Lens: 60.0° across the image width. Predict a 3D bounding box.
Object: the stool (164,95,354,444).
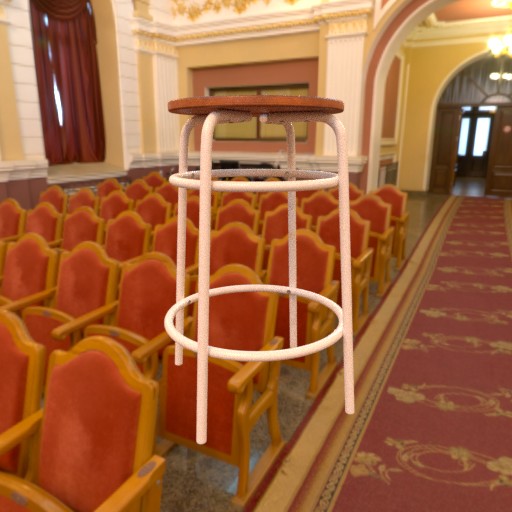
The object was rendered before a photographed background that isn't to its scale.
[{"bbox_3d":[0.000,0.000,0.933,0.455,0.610,0.455,8,17,27],"label":"stool"}]
